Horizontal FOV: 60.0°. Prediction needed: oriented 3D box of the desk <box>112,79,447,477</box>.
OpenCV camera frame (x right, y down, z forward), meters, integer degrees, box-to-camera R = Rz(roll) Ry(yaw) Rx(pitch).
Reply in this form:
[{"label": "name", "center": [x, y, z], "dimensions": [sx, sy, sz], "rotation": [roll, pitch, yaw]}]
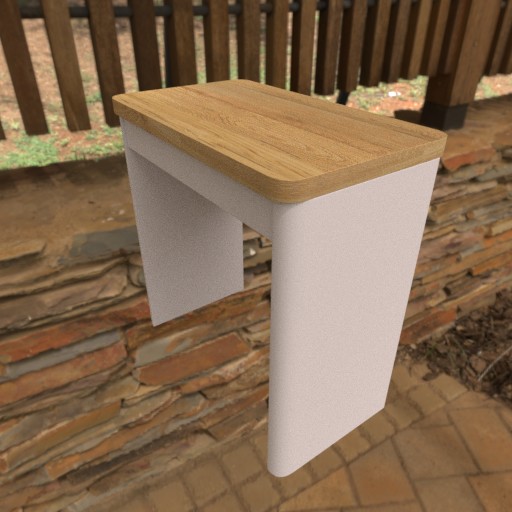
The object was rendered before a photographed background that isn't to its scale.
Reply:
[{"label": "desk", "center": [0.000, 0.000, 1.246], "dimensions": [0.440, 0.790, 0.760], "rotation": [-21, 37, -30]}]
